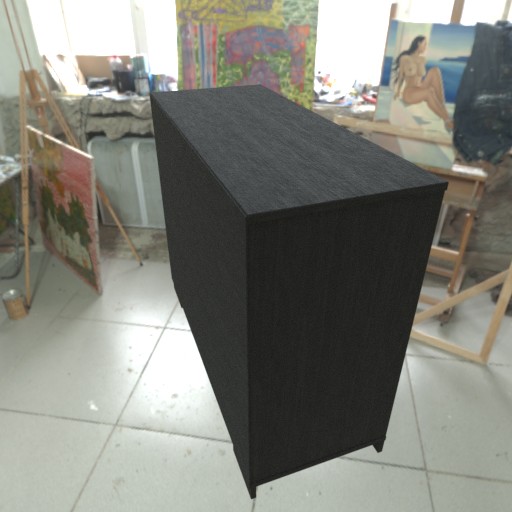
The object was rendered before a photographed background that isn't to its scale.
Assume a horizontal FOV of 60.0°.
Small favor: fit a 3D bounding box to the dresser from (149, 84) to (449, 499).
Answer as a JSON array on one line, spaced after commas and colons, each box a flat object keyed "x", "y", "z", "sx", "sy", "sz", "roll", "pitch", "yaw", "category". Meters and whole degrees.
[{"x": 0.000, "y": 0.000, "z": 1.381, "sx": 0.404, "sy": 0.816, "sz": 0.994, "roll": -11, "pitch": 33, "yaw": -17, "category": "dresser"}]
